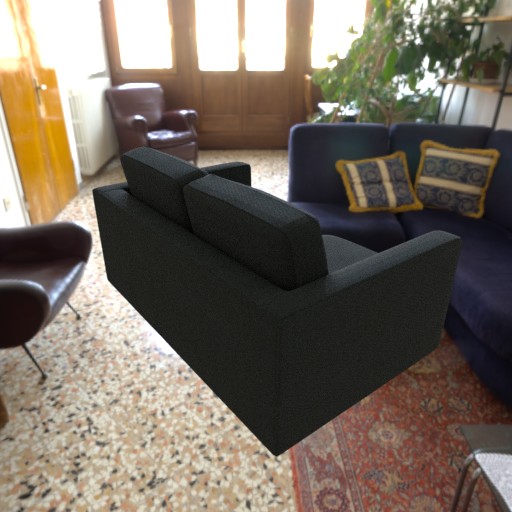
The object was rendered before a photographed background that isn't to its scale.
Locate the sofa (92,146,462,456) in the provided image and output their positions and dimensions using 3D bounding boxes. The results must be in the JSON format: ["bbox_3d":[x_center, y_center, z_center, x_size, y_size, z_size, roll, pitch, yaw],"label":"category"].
[{"bbox_3d":[0.000,0.000,2.146,0.999,0.930,1.518,-19,32,-33],"label":"sofa"}]
